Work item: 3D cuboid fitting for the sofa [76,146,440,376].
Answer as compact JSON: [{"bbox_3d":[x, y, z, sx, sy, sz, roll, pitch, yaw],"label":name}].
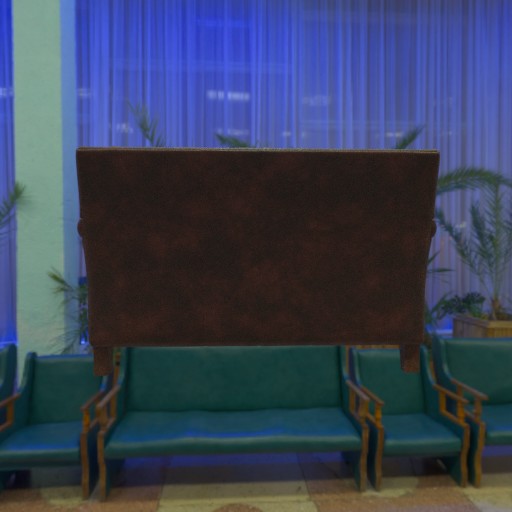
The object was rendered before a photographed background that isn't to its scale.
[{"bbox_3d":[0.000,0.000,2.382,1.628,1.070,1.148,0,1,-2],"label":"sofa"}]
